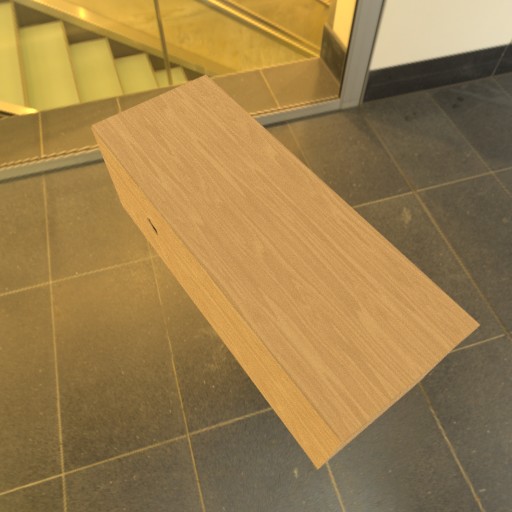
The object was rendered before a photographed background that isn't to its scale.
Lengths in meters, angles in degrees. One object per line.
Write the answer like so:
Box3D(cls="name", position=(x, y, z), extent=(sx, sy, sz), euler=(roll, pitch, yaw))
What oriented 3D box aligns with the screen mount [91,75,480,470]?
Box3D(cls="screen mount", position=(0.000, 0.000, 1.310), extent=(0.406, 0.432, 1.084), euler=(-32, 63, -19))
